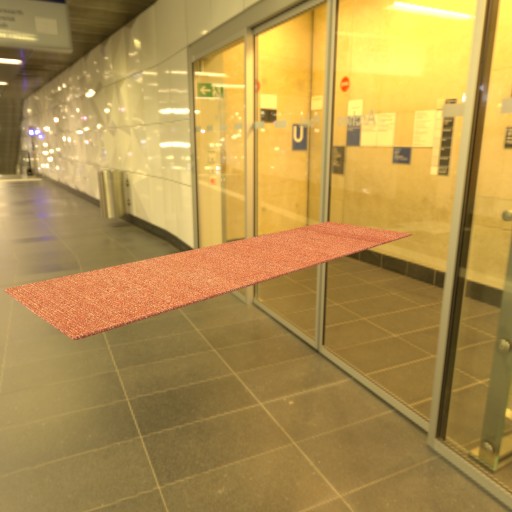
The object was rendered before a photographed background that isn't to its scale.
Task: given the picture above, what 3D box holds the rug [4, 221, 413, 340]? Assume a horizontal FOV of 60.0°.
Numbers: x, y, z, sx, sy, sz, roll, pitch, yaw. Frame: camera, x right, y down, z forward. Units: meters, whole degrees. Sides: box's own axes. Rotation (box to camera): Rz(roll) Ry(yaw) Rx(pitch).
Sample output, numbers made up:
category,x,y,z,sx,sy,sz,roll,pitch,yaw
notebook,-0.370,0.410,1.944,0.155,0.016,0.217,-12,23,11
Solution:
category,x,y,z,sx,sy,sz,roll,pitch,yaw
rug,0.000,0.000,2.409,0.687,0.012,2.307,14,20,43
